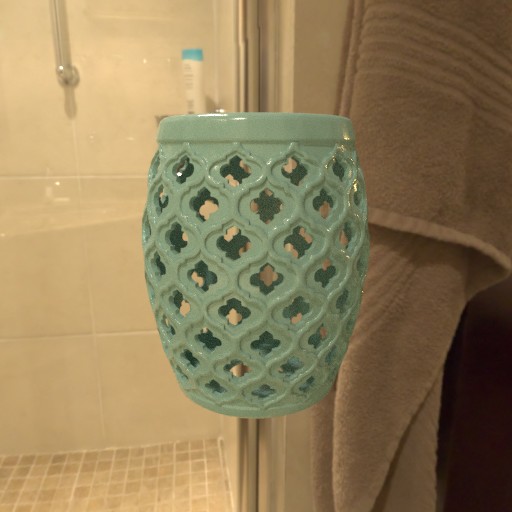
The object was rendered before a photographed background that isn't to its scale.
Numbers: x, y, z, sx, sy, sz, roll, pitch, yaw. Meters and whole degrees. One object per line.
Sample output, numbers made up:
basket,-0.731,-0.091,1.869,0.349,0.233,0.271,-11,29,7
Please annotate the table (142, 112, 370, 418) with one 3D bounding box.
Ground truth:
table,0.000,0.000,0.656,0.325,0.388,0.325,0,14,0
